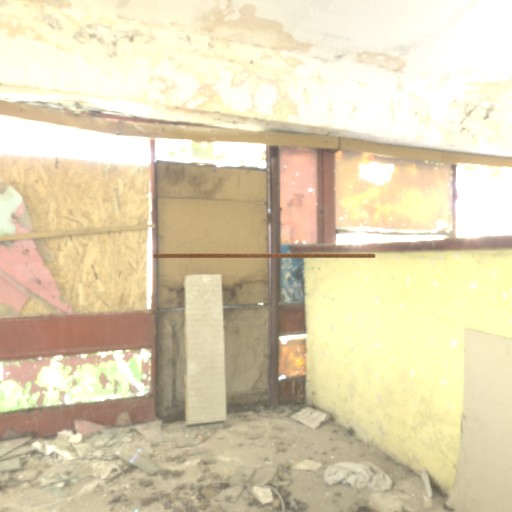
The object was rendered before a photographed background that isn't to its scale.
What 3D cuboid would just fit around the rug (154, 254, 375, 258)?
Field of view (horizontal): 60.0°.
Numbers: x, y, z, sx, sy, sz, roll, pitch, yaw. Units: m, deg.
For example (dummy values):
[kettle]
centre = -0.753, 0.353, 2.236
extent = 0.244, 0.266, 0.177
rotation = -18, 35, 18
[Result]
[rug]
centre = 0.000, 0.000, 2.729
extent = 0.764, 0.017, 2.439
rotation = 0, 0, -1
